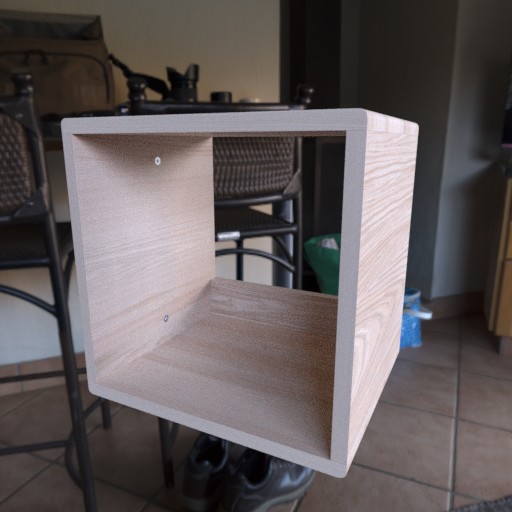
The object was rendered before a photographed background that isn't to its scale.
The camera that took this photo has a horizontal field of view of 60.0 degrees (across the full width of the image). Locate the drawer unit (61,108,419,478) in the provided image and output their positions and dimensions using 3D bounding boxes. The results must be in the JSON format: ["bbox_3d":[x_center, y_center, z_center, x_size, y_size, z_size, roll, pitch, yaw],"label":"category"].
[{"bbox_3d":[0.000,0.000,0.588,0.344,0.344,0.290,7,16,26],"label":"drawer unit"}]
